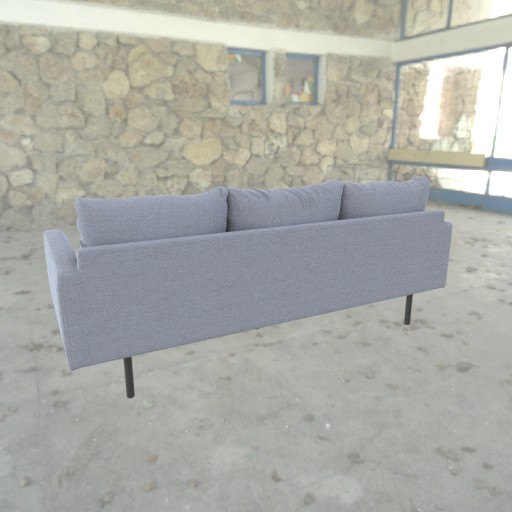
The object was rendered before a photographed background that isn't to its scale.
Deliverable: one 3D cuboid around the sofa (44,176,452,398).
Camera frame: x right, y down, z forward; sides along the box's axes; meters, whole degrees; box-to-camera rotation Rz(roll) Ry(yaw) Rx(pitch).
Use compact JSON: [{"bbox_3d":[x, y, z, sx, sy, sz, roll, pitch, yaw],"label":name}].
[{"bbox_3d":[0.000,0.000,2.368,2.000,0.830,0.850,-8,17,-27],"label":"sofa"}]
